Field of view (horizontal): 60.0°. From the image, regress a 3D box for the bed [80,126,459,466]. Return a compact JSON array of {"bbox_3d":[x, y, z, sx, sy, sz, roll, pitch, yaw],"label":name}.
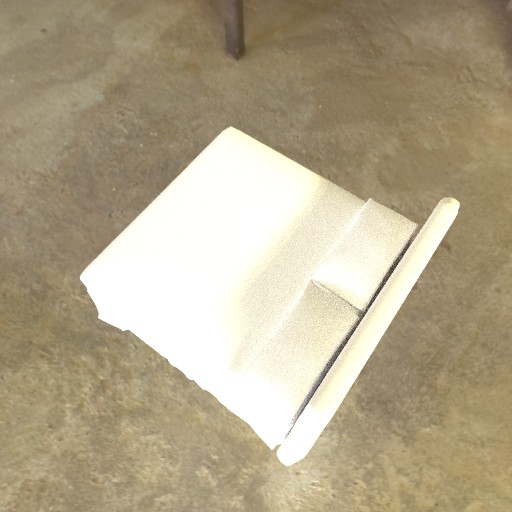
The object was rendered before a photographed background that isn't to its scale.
[{"bbox_3d":[0.000,0.000,3.557,2.204,1.301,2.160,33,68,15],"label":"bed"}]
